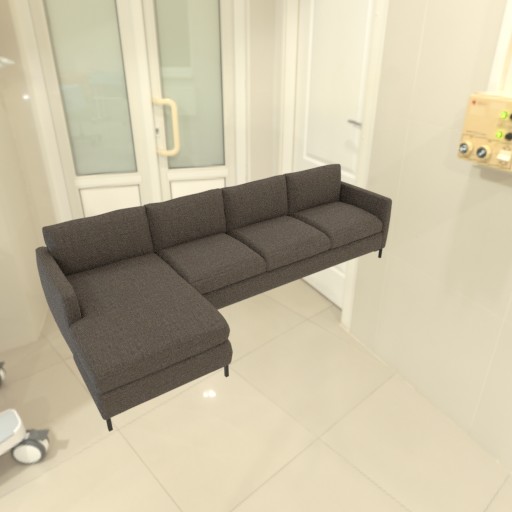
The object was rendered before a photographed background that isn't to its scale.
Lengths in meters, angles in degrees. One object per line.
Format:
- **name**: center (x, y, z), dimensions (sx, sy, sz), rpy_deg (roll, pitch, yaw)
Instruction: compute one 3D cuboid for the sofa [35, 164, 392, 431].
- **sofa**: center (0.000, 0.000, 3.211), dimensions (2.731, 0.754, 1.258), rpy_deg (-18, 32, -31)
